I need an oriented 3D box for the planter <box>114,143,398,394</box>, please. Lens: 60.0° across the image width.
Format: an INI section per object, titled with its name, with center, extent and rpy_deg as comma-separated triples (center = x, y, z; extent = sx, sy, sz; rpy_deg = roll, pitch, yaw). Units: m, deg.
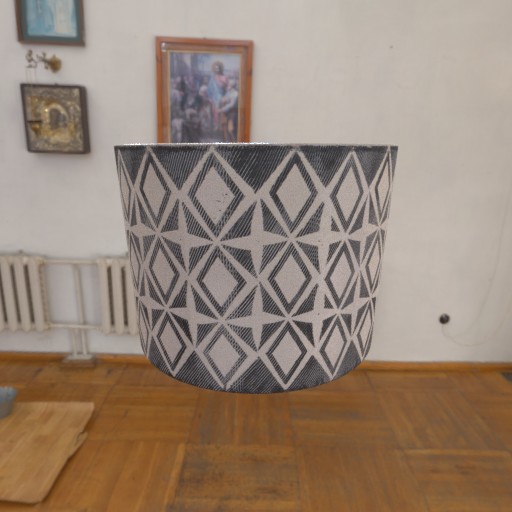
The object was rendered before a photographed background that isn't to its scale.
[planter]
center = 0.000, 0.000, 0.450
extent = 0.260, 0.220, 0.260
rpy_deg = 0, 14, 0
